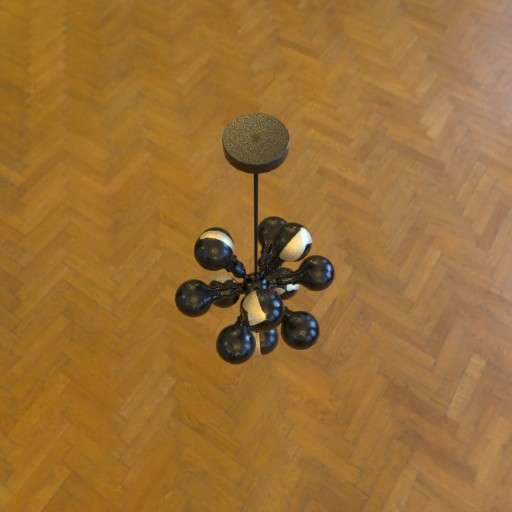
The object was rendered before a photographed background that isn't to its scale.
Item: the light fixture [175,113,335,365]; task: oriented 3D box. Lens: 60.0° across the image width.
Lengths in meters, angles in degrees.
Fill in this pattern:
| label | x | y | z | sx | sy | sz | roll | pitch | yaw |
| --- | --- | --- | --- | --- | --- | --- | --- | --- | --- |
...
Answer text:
| label | x | y | z | sx | sy | sz | roll | pitch | yaw |
| --- | --- | --- | --- | --- | --- | --- | --- | --- | --- |
| light fixture | 0.000 | 0.000 | 1.107 | 0.468 | 0.859 | 0.420 | -11 | 64 | -5 |
